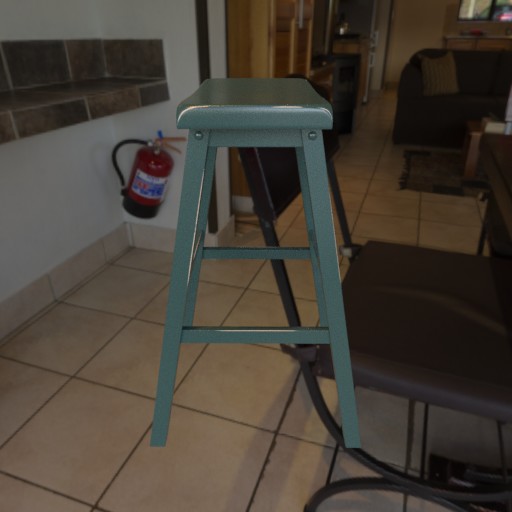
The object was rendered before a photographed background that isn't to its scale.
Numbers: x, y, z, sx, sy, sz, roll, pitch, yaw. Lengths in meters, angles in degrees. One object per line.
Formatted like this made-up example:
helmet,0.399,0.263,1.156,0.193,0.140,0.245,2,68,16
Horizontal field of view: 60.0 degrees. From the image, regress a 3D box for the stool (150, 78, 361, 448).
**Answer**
stool,0.000,0.000,1.037,0.476,0.737,0.457,0,27,0
